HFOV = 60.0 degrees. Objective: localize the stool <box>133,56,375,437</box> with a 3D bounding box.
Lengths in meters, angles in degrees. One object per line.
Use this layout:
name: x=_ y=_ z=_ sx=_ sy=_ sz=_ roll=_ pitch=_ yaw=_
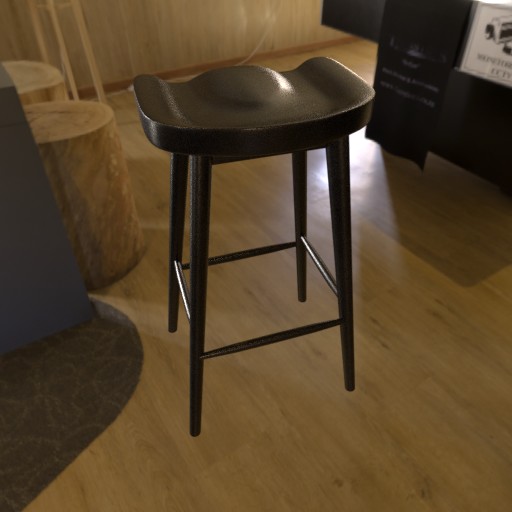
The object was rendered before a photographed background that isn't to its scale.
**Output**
stool: x=0.000 y=0.000 z=1.000 sx=0.440 sy=0.749 sz=0.361 roll=-11 pitch=42 yaw=-13
